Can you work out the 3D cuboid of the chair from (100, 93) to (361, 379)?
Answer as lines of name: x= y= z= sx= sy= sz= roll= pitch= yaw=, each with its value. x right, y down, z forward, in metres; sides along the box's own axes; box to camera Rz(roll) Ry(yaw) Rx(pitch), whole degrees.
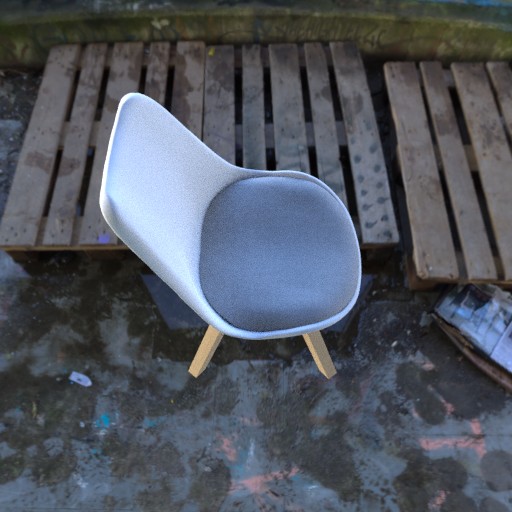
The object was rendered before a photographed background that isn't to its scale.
chair: x=0.000 y=0.000 z=1.172 sx=0.550 sy=0.850 sz=0.485 roll=1 pitch=62 yaw=0
